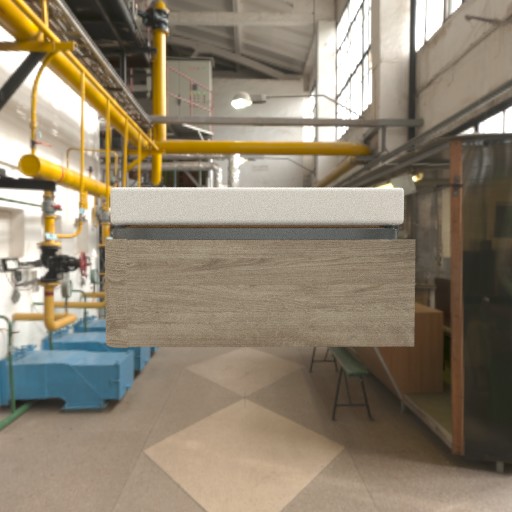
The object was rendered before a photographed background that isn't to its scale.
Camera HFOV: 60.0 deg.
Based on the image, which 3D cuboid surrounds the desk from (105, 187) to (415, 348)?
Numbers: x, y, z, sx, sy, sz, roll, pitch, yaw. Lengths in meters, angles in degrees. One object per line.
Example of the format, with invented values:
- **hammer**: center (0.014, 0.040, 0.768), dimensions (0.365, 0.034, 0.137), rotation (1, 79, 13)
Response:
- **desk**: center (0.000, 0.000, 2.193), dimensions (0.900, 0.455, 1.900), rotation (0, 2, 0)
